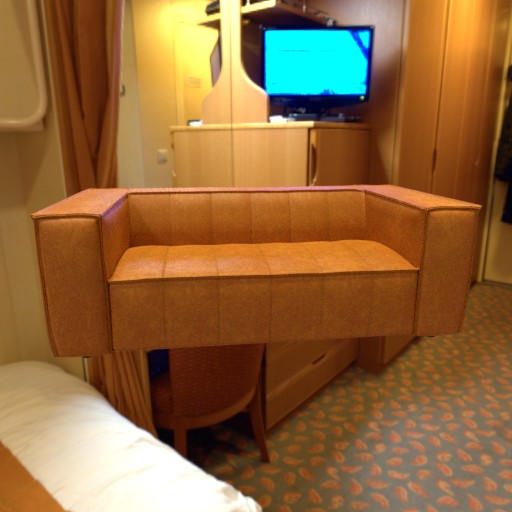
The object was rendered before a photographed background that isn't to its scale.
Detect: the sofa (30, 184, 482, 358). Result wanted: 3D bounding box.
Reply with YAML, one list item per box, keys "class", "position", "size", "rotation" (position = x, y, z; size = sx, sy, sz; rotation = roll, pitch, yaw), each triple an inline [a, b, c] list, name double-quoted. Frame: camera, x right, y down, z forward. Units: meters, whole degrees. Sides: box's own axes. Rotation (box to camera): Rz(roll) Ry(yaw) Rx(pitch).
- class: "sofa"
  position: [0.000, 0.000, 2.555]
  size: [2.088, 0.703, 1.102]
  rotation: [-2, 15, -7]
